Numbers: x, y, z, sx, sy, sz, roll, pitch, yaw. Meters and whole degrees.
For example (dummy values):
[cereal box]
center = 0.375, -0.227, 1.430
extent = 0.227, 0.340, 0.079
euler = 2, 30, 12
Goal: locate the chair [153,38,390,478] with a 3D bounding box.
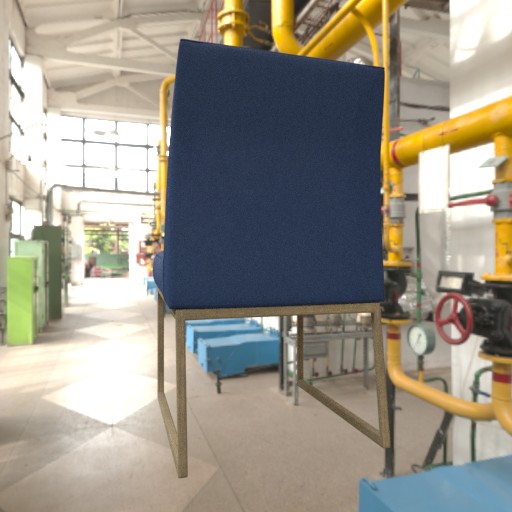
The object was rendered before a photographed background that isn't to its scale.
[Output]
[chair]
center = 0.000, 0.000, 1.177
extent = 0.508, 0.863, 0.522
euler = 0, 0, -17
